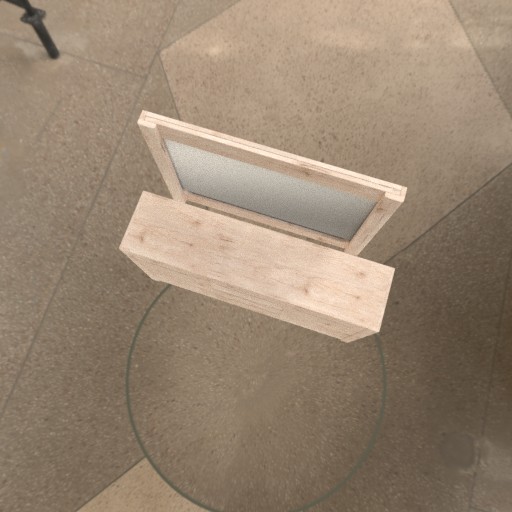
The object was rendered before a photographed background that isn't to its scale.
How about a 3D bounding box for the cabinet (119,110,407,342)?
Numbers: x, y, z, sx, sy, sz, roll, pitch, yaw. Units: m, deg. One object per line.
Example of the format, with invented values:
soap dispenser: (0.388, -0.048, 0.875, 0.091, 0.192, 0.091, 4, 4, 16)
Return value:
cabinet: (0.000, 0.000, 2.739, 1.700, 1.981, 0.420, 17, 76, 5)
